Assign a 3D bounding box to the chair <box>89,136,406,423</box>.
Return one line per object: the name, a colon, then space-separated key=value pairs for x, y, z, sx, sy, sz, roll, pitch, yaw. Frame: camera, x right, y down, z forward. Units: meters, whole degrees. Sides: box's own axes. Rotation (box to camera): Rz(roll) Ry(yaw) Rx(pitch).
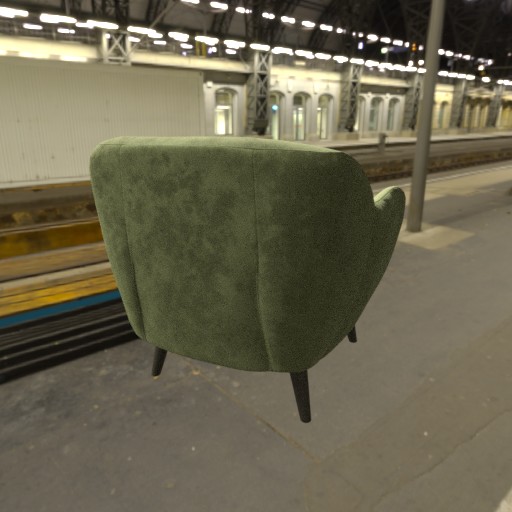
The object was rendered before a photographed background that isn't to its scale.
chair: x=0.000 y=0.000 z=1.493 sx=0.840 sy=0.804 sz=0.819 roll=8 pitch=19 yaw=25
